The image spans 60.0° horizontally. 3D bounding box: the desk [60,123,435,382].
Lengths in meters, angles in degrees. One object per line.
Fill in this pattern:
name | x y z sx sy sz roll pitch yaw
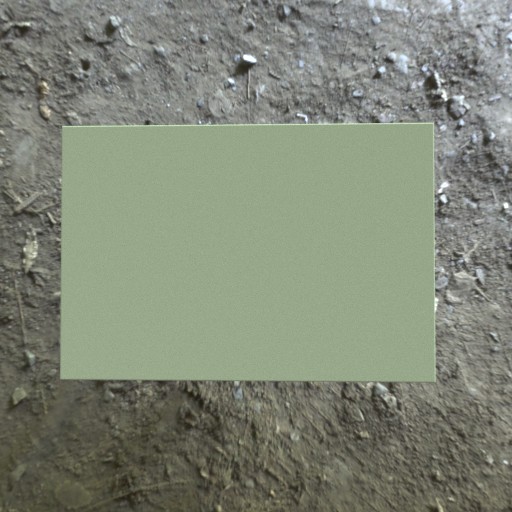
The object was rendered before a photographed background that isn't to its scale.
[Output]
desk | 0.000 0.000 1.061 0.600 0.730 0.404 0 89 2
